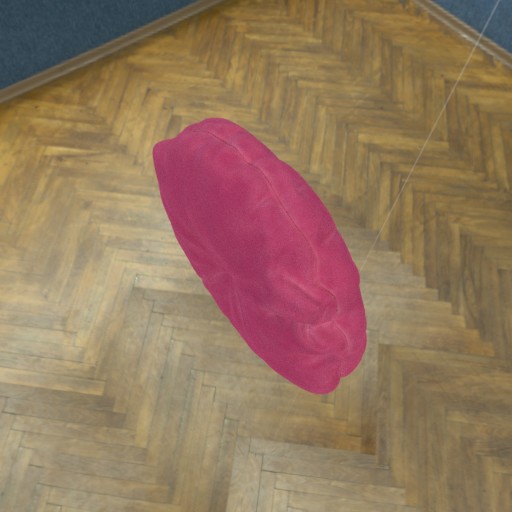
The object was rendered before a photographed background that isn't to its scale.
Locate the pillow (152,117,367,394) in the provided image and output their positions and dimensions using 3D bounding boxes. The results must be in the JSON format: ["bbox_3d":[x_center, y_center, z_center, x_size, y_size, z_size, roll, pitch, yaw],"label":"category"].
[{"bbox_3d":[0.000,0.000,0.655,0.148,0.407,0.428,-32,68,-15],"label":"pillow"}]
